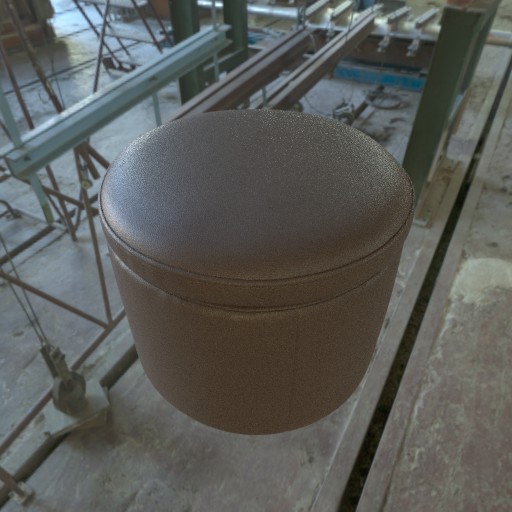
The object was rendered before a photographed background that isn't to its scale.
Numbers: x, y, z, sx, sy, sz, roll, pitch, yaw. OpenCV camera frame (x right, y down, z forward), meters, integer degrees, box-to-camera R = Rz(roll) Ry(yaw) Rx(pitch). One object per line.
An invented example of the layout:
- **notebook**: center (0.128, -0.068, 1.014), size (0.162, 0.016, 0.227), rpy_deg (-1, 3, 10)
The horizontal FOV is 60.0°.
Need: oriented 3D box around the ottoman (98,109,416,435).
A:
- **ottoman**: center (0.000, 0.000, 0.823), size (0.500, 0.409, 0.500), rpy_deg (0, 41, 0)
